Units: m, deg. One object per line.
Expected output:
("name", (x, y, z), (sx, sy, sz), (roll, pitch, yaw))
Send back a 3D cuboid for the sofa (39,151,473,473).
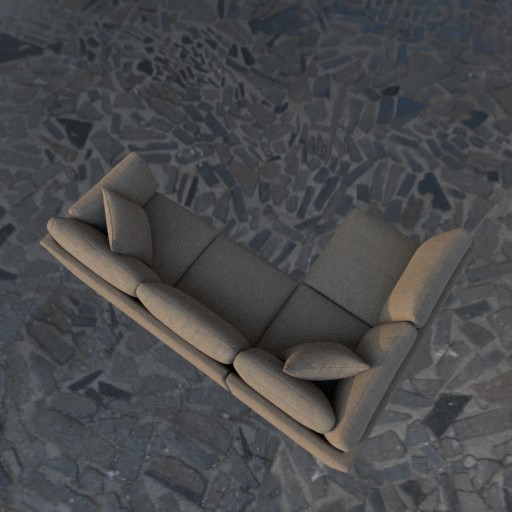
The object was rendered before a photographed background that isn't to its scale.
("sofa", (0.000, 0.000, 3.739), (2.896, 0.978, 1.994), (33, 69, 14))
